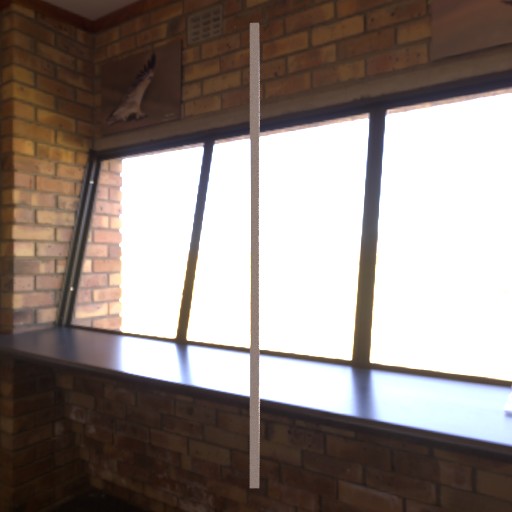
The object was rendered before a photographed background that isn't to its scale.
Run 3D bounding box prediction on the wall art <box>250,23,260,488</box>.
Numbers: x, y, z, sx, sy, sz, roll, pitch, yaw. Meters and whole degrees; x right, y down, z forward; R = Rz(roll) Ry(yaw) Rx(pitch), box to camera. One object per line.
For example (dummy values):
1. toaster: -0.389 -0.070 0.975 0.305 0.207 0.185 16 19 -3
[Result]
1. wall art: 0.000 0.000 0.853 0.013 0.656 0.456 0 -1 1
